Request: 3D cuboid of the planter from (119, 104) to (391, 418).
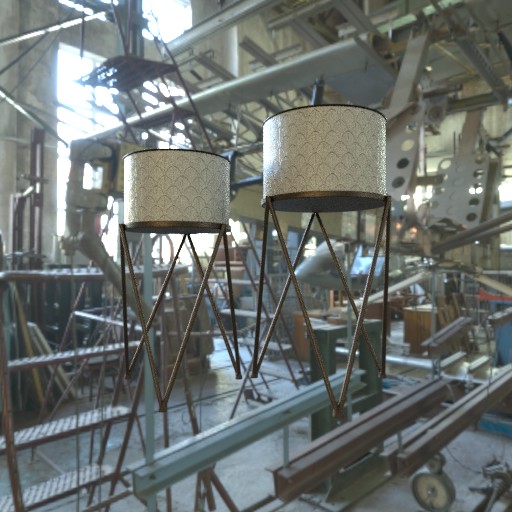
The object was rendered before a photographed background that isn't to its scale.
[{"bbox_3d":[0.000,0.000,1.178,0.769,0.712,0.413,0,-1,0],"label":"planter"}]
